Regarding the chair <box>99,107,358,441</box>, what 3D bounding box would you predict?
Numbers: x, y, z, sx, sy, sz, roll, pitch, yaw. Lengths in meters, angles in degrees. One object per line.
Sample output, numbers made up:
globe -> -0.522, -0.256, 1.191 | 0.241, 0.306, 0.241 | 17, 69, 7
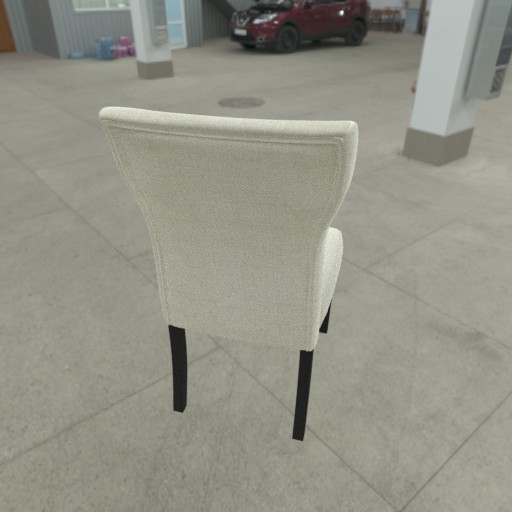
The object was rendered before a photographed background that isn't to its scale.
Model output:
chair -> 0.000, 0.000, 1.270 | 0.509, 0.921, 0.597 | 8, 33, 13
